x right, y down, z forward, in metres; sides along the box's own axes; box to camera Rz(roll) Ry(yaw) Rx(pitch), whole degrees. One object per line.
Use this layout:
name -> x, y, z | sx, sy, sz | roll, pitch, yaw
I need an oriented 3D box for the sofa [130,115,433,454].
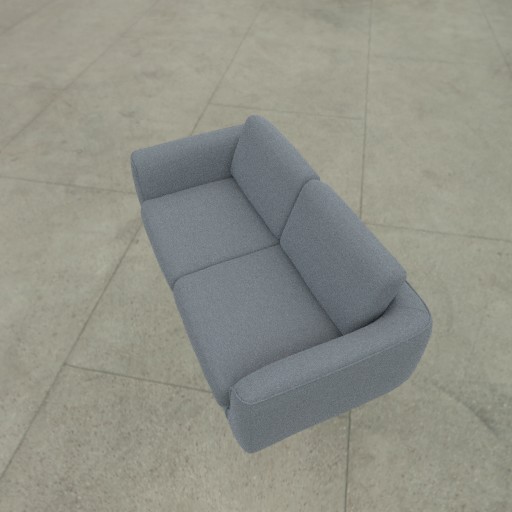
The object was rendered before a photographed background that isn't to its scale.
sofa -> 0.000, 0.000, 2.253 | 0.920, 0.850, 1.700 | -18, 49, -16
